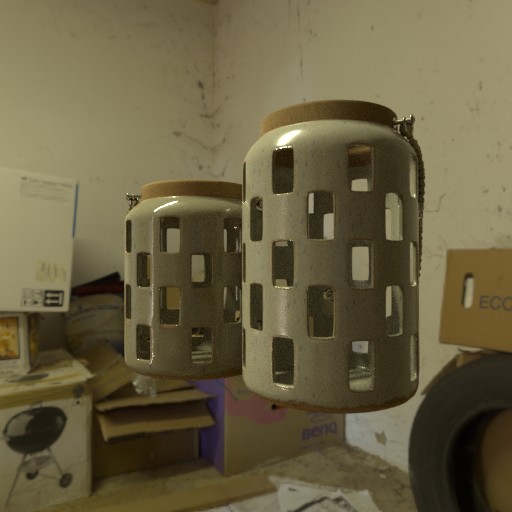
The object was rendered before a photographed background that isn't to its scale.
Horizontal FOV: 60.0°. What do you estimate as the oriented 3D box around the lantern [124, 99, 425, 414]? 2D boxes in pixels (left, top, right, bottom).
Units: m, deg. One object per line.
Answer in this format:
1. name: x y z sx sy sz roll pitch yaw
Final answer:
1. lantern: 0.000 0.000 0.485 0.347 0.255 0.184 -1 -1 36
